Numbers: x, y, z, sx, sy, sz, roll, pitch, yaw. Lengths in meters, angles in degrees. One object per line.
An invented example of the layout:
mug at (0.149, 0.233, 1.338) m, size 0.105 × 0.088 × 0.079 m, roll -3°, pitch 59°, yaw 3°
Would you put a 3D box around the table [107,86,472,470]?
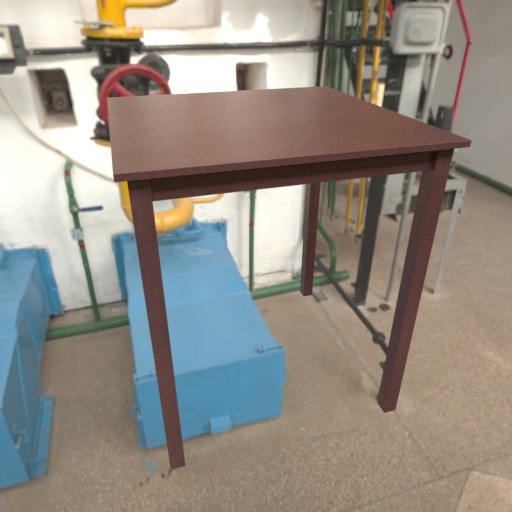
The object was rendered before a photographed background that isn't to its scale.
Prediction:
table at (0.000, 0.000, 1.598) m, size 0.861 × 0.991 × 0.861 m, roll -9°, pitch 31°, yaw -15°
